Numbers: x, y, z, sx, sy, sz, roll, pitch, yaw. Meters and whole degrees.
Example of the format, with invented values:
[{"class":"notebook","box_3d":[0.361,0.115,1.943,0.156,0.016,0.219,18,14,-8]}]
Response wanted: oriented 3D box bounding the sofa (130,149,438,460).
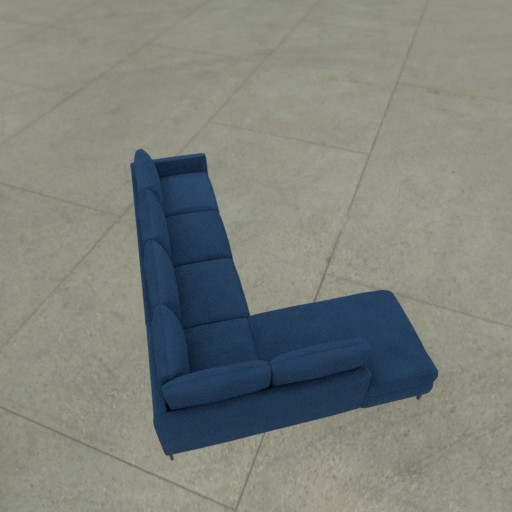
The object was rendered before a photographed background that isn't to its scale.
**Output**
[{"class":"sofa","box_3d":[0.000,0.000,3.975,2.007,0.815,2.949,-10,47,-10]}]
